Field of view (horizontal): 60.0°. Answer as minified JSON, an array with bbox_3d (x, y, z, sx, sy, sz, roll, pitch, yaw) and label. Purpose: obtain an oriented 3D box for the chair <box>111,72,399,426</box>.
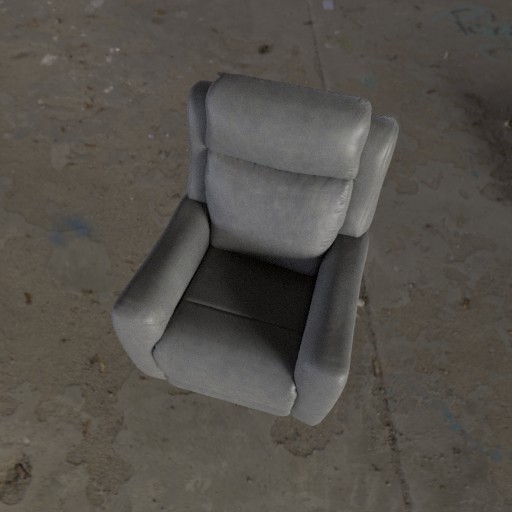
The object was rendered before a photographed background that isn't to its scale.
[{"bbox_3d":[0.000,0.000,1.949,0.967,1.116,1.068,15,59,9],"label":"chair"}]
